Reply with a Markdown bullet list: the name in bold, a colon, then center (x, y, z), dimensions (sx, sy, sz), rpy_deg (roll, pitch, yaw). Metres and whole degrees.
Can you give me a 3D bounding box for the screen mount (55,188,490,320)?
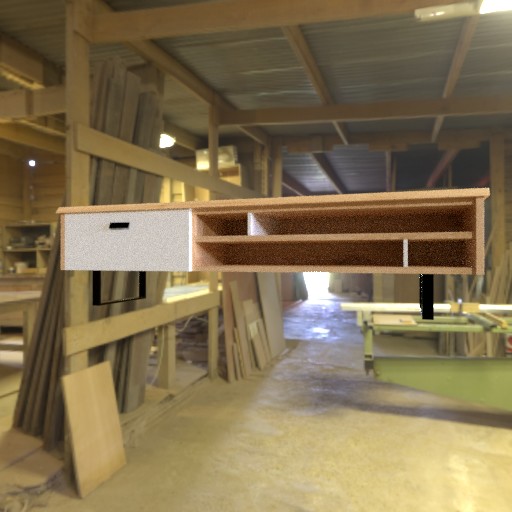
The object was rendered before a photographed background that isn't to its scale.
- **screen mount**: center (0.000, 0.000, 1.873), dimensions (1.700, 0.430, 0.450), rpy_deg (0, 0, 19)
